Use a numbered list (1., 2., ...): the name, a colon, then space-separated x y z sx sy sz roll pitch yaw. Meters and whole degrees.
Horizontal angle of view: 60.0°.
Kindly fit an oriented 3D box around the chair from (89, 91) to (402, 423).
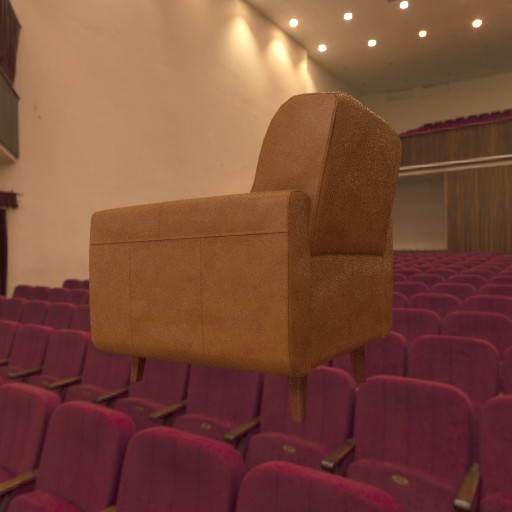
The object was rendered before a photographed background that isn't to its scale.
1. chair: 0.000 0.000 1.688 0.942 0.968 0.845 0 0 35
